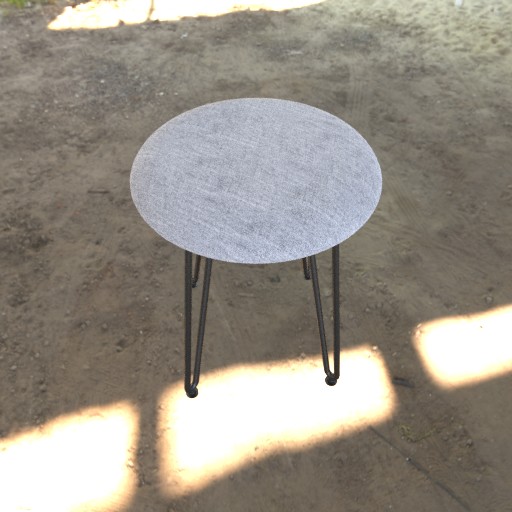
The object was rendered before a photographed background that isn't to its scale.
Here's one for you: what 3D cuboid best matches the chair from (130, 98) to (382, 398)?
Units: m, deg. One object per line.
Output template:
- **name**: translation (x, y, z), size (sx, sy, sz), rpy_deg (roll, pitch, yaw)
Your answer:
- **chair**: translation (0.000, 0.000, 0.669), size (0.350, 0.386, 0.350), rpy_deg (31, 54, 26)
